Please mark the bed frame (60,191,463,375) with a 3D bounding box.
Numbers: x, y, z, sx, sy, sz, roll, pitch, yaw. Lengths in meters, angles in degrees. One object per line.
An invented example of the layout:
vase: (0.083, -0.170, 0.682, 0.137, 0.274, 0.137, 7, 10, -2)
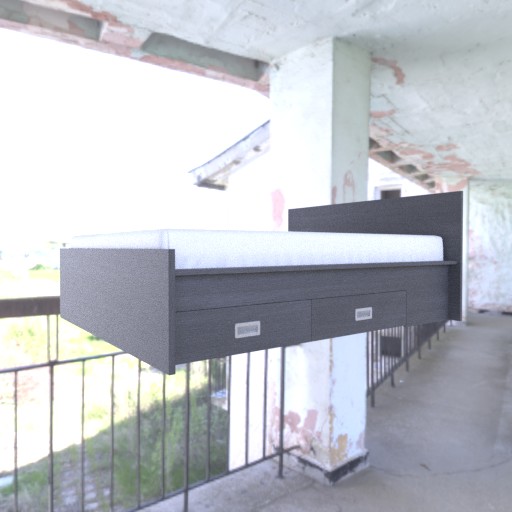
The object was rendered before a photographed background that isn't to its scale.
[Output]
bed frame: (0.000, 0.000, 2.796, 1.960, 0.800, 1.622, -1, 1, -36)
